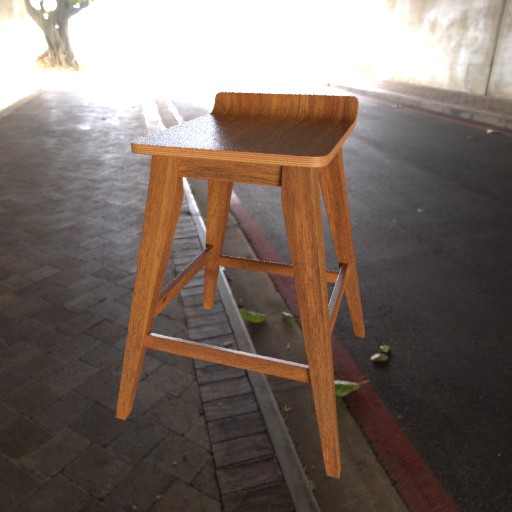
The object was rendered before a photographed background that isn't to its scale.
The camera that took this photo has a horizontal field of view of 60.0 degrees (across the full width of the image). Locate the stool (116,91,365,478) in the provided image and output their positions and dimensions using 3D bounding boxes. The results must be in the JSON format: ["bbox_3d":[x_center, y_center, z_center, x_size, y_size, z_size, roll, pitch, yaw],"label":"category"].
[{"bbox_3d":[0.000,0.000,0.998,0.500,0.650,0.500,8,27,16],"label":"stool"}]
